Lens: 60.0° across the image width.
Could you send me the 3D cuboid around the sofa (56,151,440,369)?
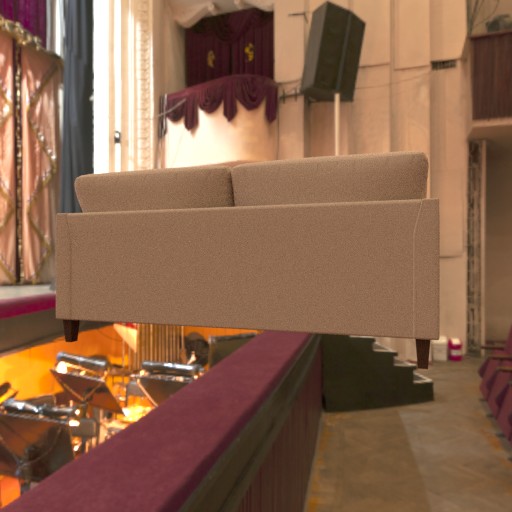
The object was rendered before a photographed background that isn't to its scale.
[{"bbox_3d":[0.000,0.000,2.326,1.776,0.836,0.970,0,0,19],"label":"sofa"}]
